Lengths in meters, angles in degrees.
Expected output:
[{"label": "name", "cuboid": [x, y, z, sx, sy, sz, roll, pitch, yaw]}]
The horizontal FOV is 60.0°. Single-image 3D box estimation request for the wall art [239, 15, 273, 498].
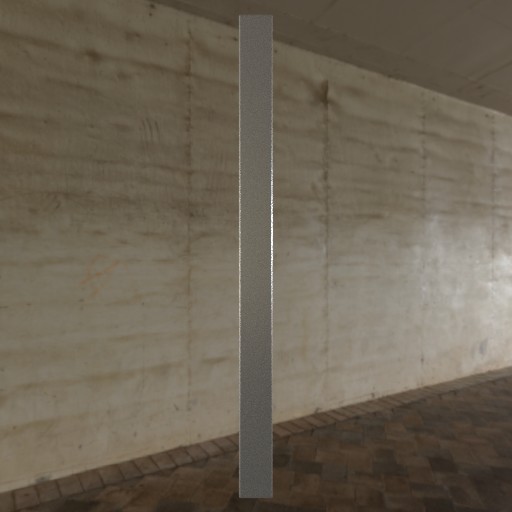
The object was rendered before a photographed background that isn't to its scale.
[{"label": "wall art", "cuboid": [0.000, 0.000, 0.730, 0.038, 0.549, 0.452, 0, 0, 0]}]
